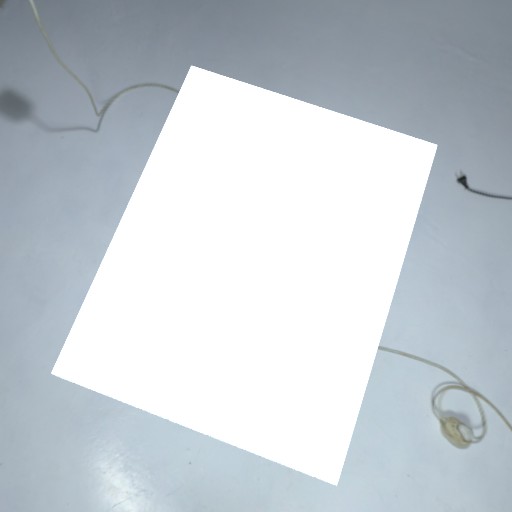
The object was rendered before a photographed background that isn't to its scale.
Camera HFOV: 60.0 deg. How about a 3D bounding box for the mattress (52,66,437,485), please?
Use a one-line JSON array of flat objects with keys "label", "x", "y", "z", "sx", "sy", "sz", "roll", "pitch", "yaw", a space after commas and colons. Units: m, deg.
[{"label": "mattress", "x": 0.000, "y": 0.000, "z": 2.589, "sx": 1.600, "sy": 0.200, "sz": 2.000, "roll": 20, "pitch": 77, "yaw": 5}]
